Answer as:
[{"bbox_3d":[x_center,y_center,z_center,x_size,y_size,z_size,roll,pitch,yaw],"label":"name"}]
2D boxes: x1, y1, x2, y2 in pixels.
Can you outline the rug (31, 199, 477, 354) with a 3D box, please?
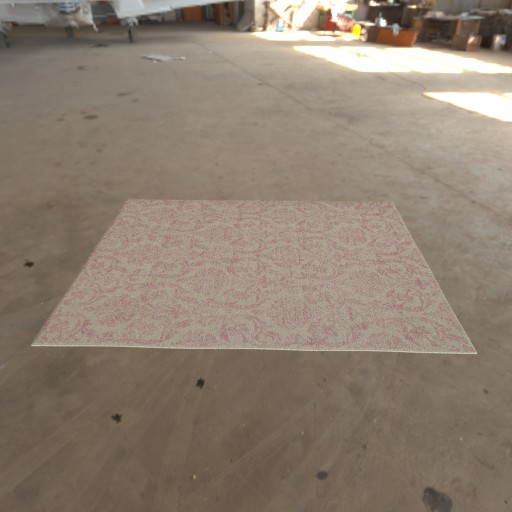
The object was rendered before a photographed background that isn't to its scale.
[{"bbox_3d":[0.000,0.000,3.957,2.980,0.012,2.363,1,32,1],"label":"rug"}]
